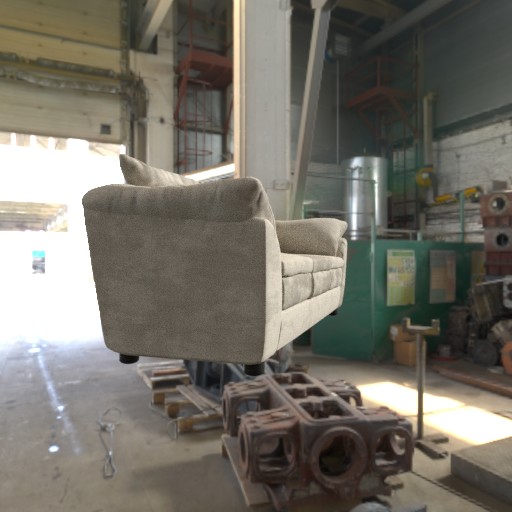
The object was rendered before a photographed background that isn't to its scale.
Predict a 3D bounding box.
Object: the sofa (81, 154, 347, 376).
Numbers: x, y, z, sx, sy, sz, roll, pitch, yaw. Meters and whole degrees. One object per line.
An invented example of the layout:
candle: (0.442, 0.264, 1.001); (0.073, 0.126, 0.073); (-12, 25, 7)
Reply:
sofa: (0.000, 0.000, 2.873); (0.893, 0.981, 2.377); (0, 0, 19)
